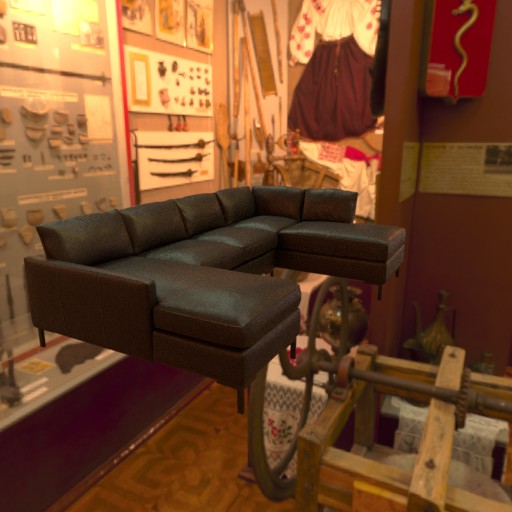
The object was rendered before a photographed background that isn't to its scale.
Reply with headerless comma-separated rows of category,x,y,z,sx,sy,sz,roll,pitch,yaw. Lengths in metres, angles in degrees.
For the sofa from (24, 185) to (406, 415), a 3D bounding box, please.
sofa,0.000,0.000,3.783,1.939,0.900,2.956,8,17,28
